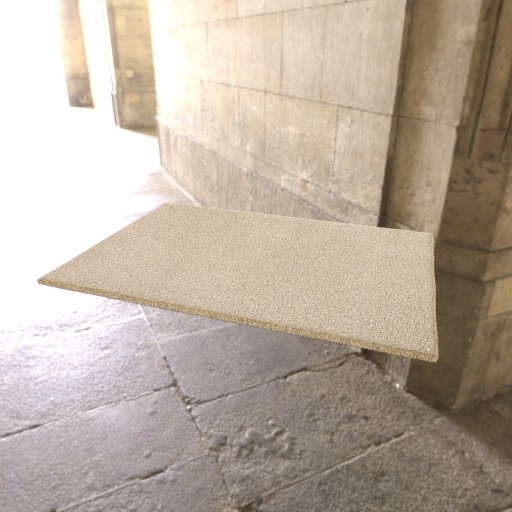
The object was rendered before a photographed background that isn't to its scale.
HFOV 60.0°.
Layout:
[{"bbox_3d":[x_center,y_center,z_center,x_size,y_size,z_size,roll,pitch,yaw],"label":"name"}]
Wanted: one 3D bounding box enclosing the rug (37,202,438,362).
[{"bbox_3d":[0.000,0.000,2.343,1.778,0.030,1.219,8,27,17],"label":"rug"}]
